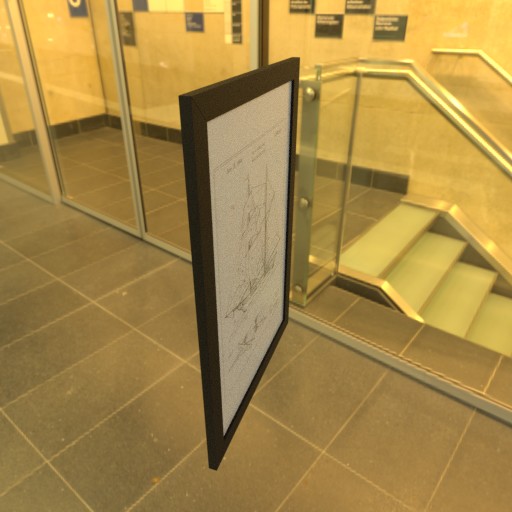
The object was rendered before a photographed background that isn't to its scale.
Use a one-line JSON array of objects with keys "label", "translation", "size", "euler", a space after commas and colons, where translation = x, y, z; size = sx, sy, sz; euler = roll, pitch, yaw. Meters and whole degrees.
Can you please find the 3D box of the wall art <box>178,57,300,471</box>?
[{"label": "wall art", "translation": [0.000, 0.000, 0.592], "size": [0.011, 0.459, 0.326], "euler": [10, 31, 17]}]
